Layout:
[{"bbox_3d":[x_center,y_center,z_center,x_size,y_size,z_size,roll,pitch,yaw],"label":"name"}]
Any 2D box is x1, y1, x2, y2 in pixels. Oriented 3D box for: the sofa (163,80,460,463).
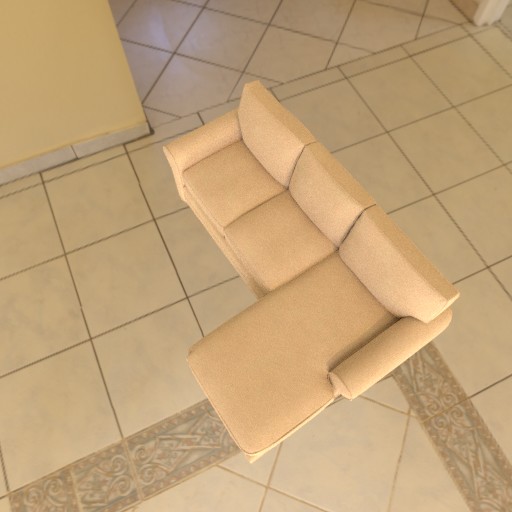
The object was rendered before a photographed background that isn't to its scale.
[{"bbox_3d":[0.000,0.000,2.428,1.226,0.734,1.770,-32,68,-14],"label":"sofa"}]
